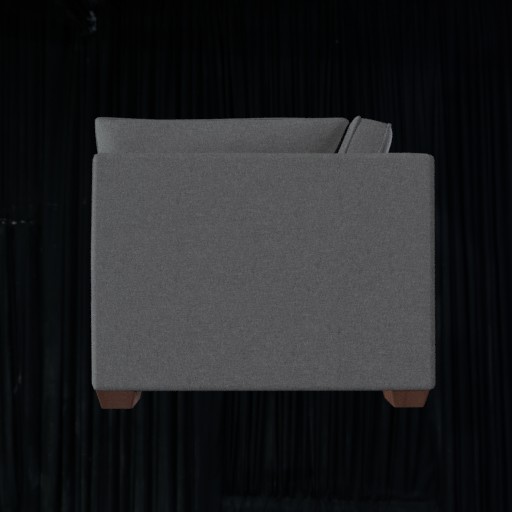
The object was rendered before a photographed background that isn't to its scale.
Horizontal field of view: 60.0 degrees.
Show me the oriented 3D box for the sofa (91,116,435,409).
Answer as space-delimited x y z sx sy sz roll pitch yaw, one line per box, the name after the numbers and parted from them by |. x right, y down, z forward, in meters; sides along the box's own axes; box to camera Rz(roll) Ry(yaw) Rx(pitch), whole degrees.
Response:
0.000 0.000 1.948 1.146 1.002 1.084 0 -1 -1 | sofa
